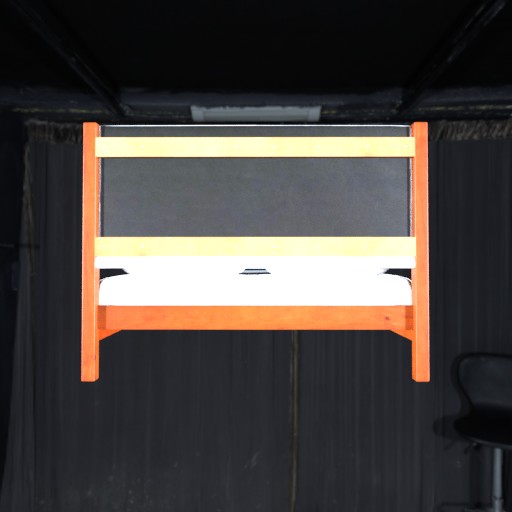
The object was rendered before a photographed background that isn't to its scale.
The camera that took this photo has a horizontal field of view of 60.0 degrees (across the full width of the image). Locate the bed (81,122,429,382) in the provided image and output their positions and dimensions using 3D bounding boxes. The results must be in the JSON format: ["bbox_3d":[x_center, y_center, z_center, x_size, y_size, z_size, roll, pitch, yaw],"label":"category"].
[{"bbox_3d":[0.000,0.000,3.044,1.566,1.165,2.117,0,-1,0],"label":"bed"}]
